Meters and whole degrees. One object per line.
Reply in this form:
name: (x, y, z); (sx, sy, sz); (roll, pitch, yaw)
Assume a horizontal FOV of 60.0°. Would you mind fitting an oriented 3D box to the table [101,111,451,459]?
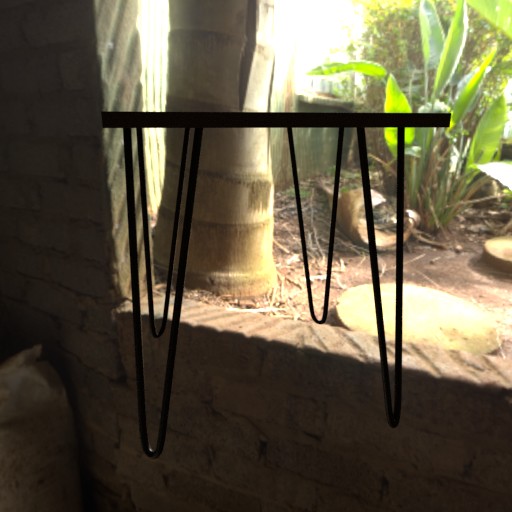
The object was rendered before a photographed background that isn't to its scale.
table: (0.000, 0.000, 0.923); (0.495, 0.559, 0.495); (-3, 17, -10)
